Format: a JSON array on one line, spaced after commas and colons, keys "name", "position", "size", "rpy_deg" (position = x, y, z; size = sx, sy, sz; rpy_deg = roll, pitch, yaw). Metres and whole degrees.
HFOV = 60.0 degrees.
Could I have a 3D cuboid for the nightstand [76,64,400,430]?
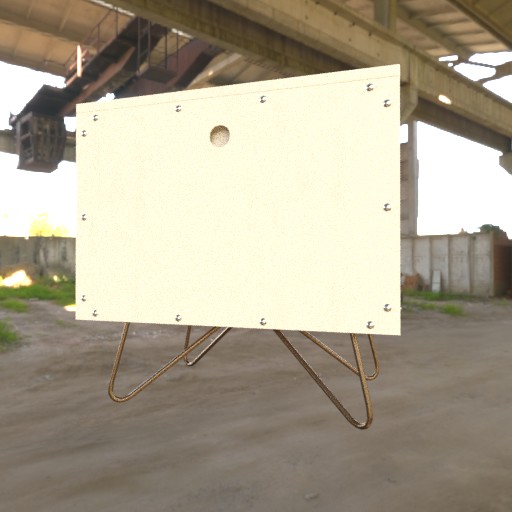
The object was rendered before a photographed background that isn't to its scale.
[{"name": "nightstand", "position": [0.000, 0.000, 1.001], "size": [0.614, 0.604, 0.447], "rpy_deg": [0, 0, 17]}]
